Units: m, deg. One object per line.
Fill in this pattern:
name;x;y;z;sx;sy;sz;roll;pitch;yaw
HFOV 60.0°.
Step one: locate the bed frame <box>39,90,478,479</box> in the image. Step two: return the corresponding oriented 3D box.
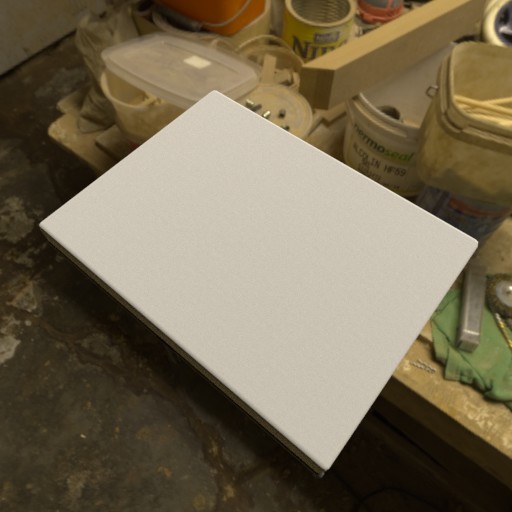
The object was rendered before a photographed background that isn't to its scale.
bed frame;0.000;0.000;3.533;2.635;0.680;1.990;35;65;19
